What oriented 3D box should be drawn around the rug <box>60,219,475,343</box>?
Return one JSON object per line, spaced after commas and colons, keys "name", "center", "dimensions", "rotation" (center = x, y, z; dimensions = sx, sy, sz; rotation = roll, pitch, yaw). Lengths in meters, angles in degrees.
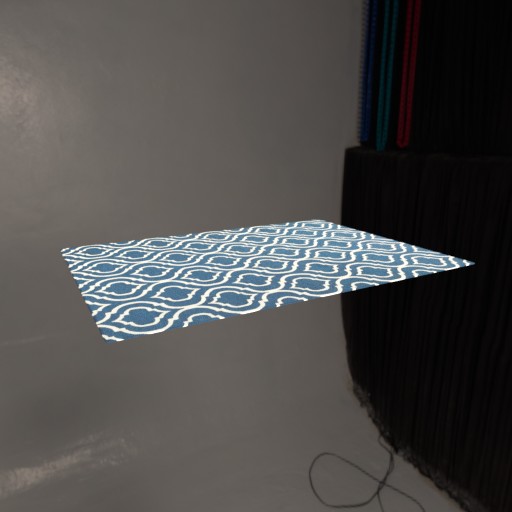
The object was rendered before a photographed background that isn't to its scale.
{"name": "rug", "center": [0.000, 0.000, 4.399], "dimensions": [3.353, 0.010, 2.438], "rotation": [-9, 18, -28]}
